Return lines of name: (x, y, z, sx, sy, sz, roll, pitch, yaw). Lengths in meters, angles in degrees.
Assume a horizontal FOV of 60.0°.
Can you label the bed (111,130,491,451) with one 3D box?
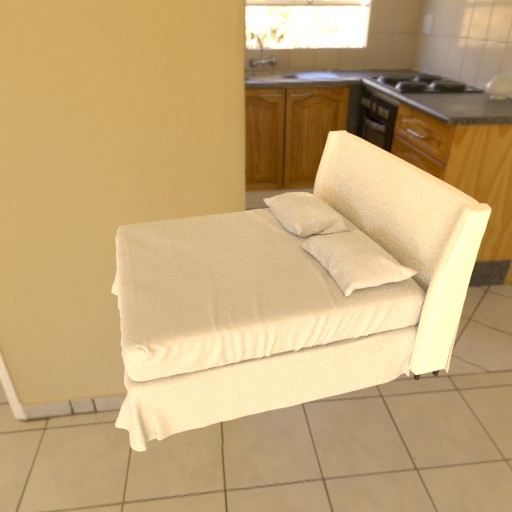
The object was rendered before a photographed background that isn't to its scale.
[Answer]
bed: (0.000, 0.000, 3.348, 2.276, 1.332, 1.925, -8, 31, -14)
